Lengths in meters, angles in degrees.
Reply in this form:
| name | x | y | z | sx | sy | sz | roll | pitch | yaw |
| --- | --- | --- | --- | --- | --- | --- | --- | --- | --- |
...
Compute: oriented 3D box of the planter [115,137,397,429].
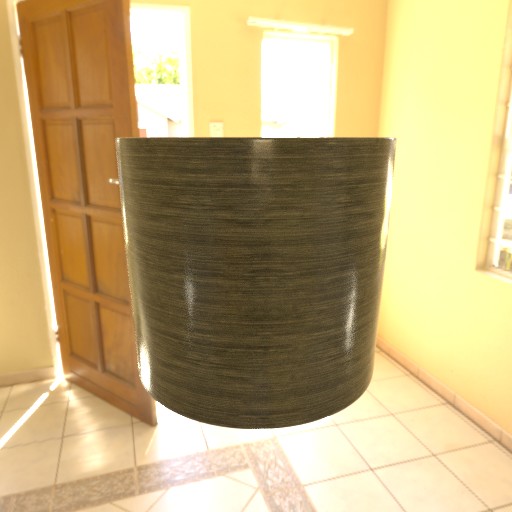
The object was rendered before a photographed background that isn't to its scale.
| name | x | y | z | sx | sy | sz | roll | pitch | yaw |
| --- | --- | --- | --- | --- | --- | --- | --- | --- | --- |
| planter | 0.000 | 0.000 | 0.390 | 0.221 | 0.201 | 0.221 | 0 | 15 | 0 |
